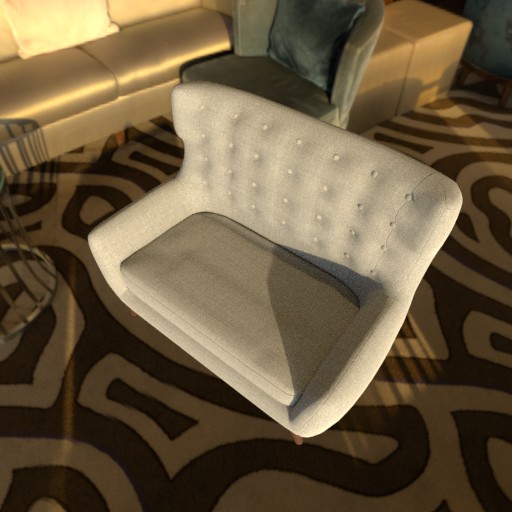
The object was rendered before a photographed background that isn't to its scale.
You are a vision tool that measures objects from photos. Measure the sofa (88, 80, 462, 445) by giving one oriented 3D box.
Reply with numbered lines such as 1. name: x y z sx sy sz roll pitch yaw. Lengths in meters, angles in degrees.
1. sofa: 0.000 0.000 1.997 1.386 1.028 0.884 31 54 25
